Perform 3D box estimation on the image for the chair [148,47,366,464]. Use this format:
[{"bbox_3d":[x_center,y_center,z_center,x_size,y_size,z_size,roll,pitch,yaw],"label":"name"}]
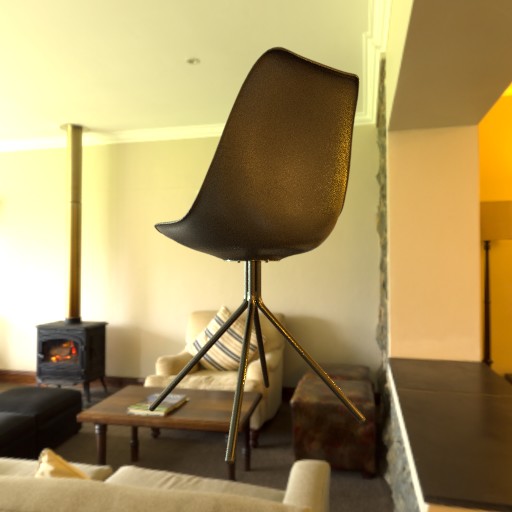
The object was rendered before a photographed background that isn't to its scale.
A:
[{"bbox_3d":[0.000,0.000,1.167,0.461,0.850,0.525,1,-1,-36],"label":"chair"}]
